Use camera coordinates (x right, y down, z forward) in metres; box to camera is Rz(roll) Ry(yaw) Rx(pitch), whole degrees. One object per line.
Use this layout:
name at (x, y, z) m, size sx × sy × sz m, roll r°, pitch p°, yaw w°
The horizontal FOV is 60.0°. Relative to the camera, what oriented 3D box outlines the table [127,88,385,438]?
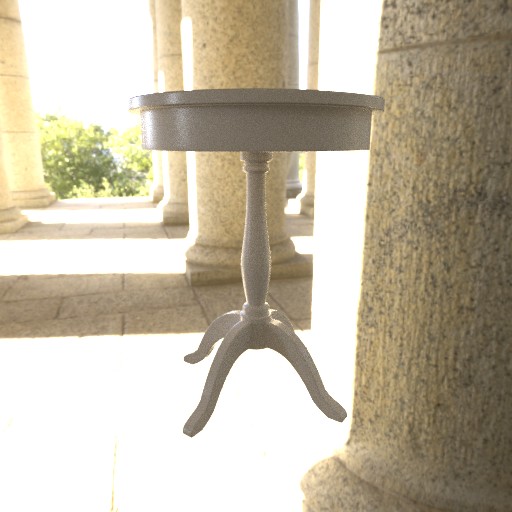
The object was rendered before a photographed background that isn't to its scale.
table at (0.000, 0.000, 0.995) m, size 0.513 × 0.653 × 0.513 m, roll 0°, pitch 14°, yaw 0°
